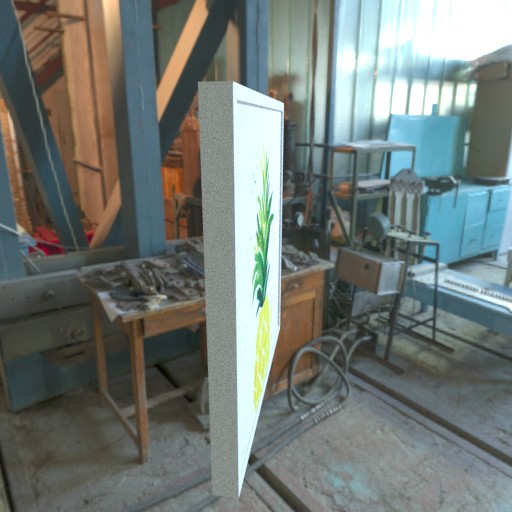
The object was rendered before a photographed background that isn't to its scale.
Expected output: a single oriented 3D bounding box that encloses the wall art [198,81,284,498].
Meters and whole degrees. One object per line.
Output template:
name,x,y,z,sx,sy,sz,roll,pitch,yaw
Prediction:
wall art,0.000,0.000,0.747,0.035,0.507,0.508,3,17,9
